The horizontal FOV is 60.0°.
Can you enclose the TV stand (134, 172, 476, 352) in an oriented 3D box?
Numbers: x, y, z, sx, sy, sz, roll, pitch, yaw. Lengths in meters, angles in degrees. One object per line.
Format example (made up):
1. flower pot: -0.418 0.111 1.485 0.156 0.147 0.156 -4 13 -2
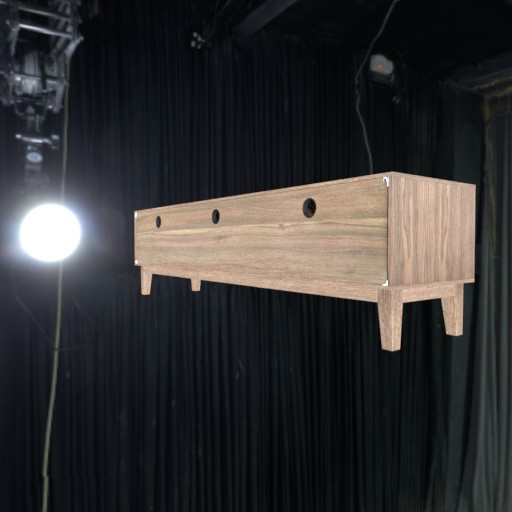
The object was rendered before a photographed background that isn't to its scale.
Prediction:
1. TV stand: 0.000 0.000 1.681 0.366 0.409 1.482 -1 2 -37
